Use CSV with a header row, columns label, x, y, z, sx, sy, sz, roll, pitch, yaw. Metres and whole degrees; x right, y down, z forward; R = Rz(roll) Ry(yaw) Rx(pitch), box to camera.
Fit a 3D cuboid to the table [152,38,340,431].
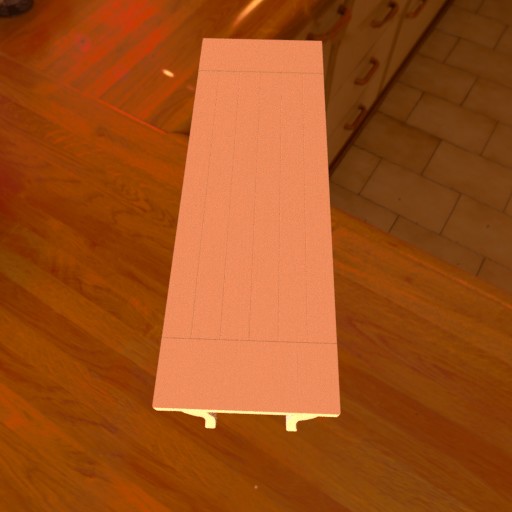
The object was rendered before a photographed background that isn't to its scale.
label,x,y,z,sx,sy,sz,roll,pitch,yaw
table,0.000,0.000,1.423,0.373,0.768,1.062,2,62,1
